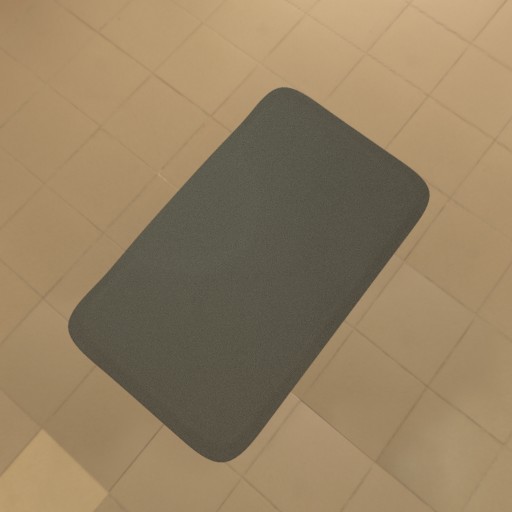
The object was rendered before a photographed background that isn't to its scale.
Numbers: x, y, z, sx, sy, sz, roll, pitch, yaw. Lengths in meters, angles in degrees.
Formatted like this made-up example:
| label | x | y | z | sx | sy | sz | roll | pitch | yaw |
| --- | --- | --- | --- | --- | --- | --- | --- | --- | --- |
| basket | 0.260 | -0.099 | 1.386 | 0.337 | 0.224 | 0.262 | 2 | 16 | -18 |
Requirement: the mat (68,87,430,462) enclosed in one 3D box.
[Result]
| label | x | y | z | sx | sy | sz | roll | pitch | yaw |
| --- | --- | --- | --- | --- | --- | --- | --- | --- | --- |
| mat | 0.000 | 0.000 | 1.910 | 0.918 | 0.013 | 1.524 | 38 | 79 | 9 |
